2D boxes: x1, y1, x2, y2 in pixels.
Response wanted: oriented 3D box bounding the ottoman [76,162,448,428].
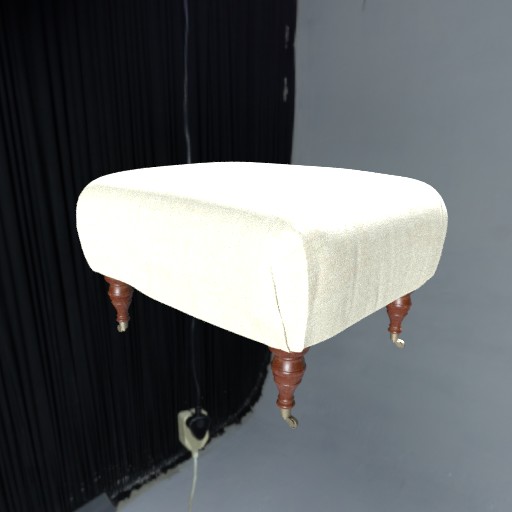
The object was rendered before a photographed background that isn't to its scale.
[{"bbox_3d":[0.000,0.000,1.119,0.747,0.450,0.622,14,21,41],"label":"ottoman"}]
